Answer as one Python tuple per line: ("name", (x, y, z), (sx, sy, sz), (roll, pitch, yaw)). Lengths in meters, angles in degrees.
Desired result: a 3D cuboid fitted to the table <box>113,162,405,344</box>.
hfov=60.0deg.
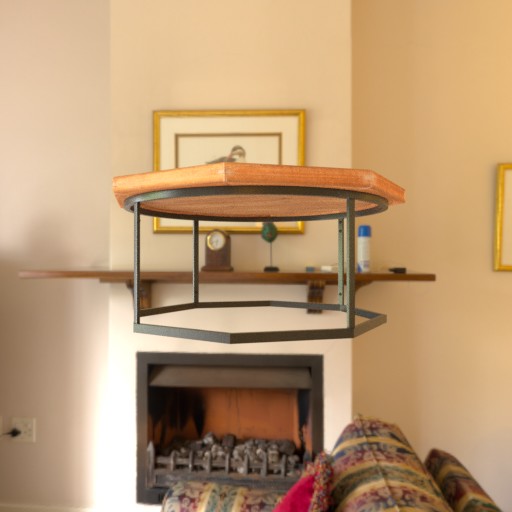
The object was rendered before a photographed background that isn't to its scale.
("table", (0.000, 0.000, 1.544), (1.002, 0.444, 1.002), (0, 0, 0))
